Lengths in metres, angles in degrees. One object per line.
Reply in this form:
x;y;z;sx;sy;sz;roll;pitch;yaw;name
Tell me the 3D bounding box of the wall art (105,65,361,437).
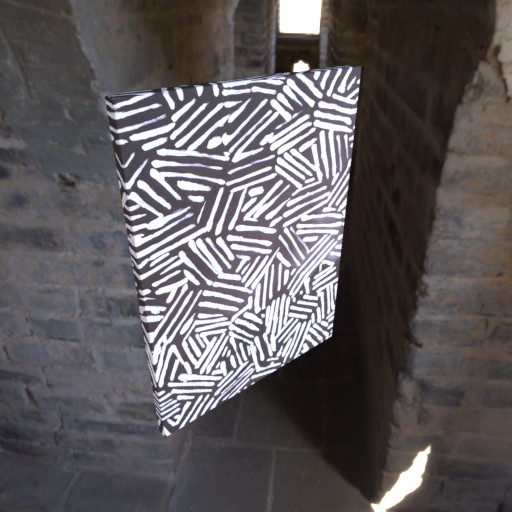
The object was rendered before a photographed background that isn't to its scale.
0.000;0.000;1.349;0.765;1.017;0.038;-22;37;-33;wall art
